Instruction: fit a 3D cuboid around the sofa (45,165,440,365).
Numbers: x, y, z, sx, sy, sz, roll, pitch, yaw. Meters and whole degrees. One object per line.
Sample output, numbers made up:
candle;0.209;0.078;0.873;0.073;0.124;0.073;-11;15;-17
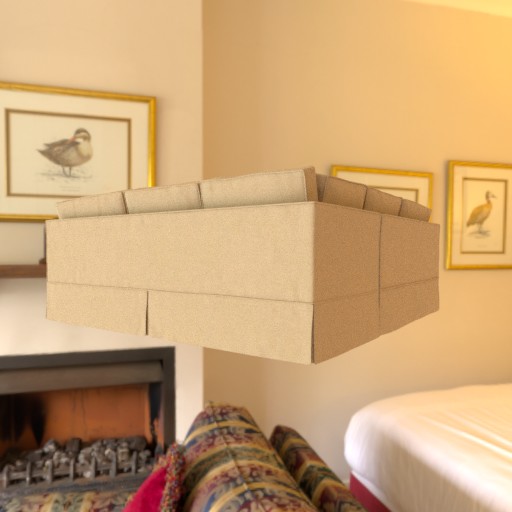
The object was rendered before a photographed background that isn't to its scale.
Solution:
sofa;0.000;0.000;4.240;2.733;1.124;2.730;1;1;36
